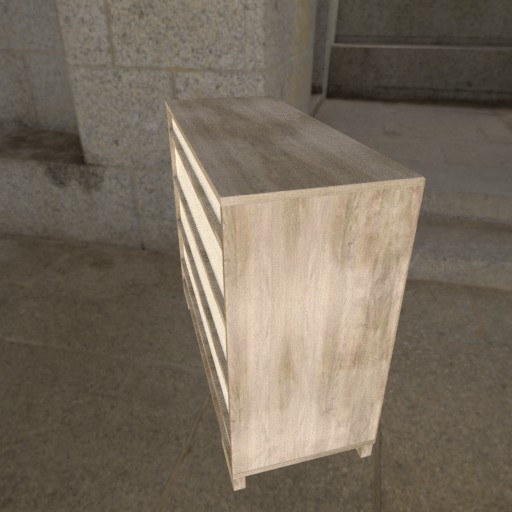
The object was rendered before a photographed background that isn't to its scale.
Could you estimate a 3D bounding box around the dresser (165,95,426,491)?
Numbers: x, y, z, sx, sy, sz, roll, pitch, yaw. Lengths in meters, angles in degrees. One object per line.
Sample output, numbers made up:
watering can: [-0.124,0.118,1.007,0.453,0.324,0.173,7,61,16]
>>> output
dresser: [0.000,0.000,1.423,0.404,0.816,0.994,-8,30,-14]
